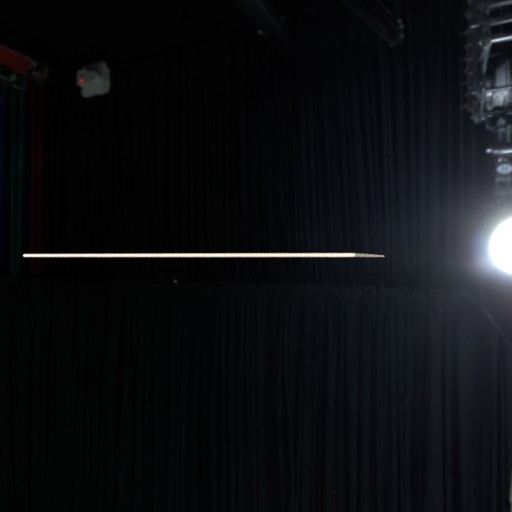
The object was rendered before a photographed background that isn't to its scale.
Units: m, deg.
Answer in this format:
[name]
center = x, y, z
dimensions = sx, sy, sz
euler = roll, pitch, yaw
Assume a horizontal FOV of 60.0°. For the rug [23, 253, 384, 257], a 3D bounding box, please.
[rug]
center = 0.000, 0.000, 2.886
dimensions = 1.526, 0.014, 2.290
euler = 0, 0, 19
